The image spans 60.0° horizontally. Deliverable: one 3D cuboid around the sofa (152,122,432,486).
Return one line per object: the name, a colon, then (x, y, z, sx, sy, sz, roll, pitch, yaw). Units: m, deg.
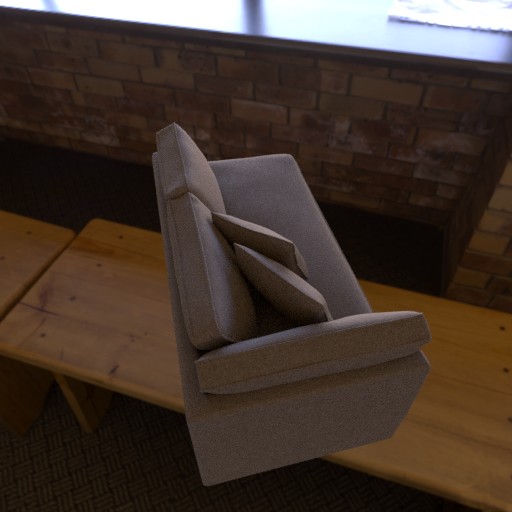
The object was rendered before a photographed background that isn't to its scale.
sofa: (0.000, 0.000, 2.780, 1.110, 1.033, 2.237, -10, 46, -9)
